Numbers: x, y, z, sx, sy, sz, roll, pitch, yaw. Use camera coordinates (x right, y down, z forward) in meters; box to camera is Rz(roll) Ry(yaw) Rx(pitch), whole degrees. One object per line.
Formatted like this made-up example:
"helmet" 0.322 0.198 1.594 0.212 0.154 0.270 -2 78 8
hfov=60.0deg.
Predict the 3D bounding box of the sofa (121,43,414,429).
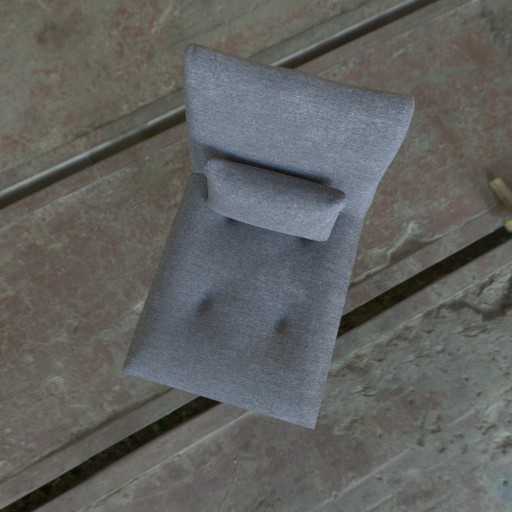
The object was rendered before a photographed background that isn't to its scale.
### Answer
"sofa" 0.000 0.000 1.521 0.700 0.820 1.000 15 76 4
